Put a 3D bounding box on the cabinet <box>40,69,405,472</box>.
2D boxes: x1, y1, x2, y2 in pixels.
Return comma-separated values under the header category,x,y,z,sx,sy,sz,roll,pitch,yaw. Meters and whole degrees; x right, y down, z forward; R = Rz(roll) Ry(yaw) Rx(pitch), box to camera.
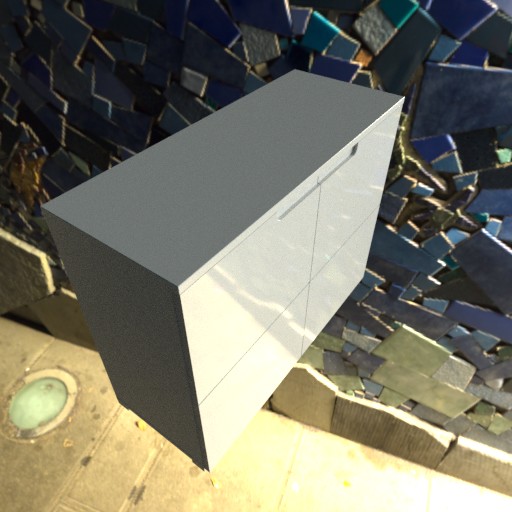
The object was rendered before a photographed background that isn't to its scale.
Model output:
category,x,y,z,sx,sy,sz,roll,pitch,yaw
cabinet,0.000,0.000,1.416,0.400,0.800,1.000,26,48,26
